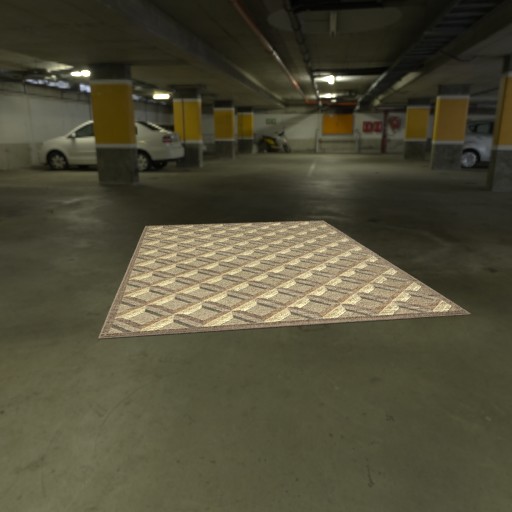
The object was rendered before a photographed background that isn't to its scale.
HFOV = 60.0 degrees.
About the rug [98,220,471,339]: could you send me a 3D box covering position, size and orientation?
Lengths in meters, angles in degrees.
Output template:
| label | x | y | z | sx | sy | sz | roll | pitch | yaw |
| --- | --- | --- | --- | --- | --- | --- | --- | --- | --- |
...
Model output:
| label | x | y | z | sx | sy | sz | roll | pitch | yaw |
| --- | --- | --- | --- | --- | --- | --- | --- | --- | --- |
| rug | 0.000 | 0.000 | 4.327 | 2.382 | 0.018 | 3.294 | -2 | 16 | -8 |
